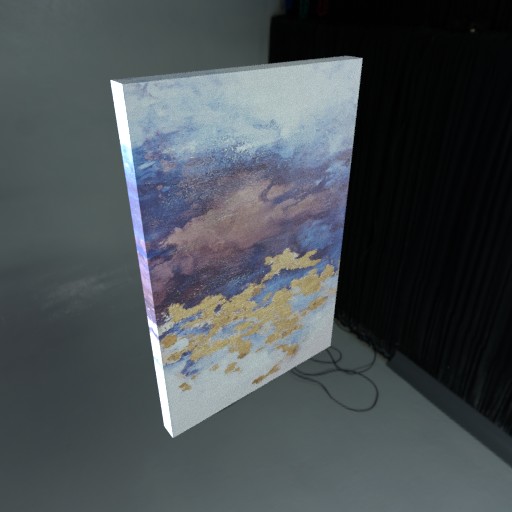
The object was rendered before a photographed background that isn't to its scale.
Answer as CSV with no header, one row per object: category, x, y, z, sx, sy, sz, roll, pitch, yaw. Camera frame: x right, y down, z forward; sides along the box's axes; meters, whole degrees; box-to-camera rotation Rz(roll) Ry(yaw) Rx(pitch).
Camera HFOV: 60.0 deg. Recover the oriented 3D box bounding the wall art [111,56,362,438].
wall art,0.000,0.000,1.107,0.583,0.874,0.048,-21,36,-32
